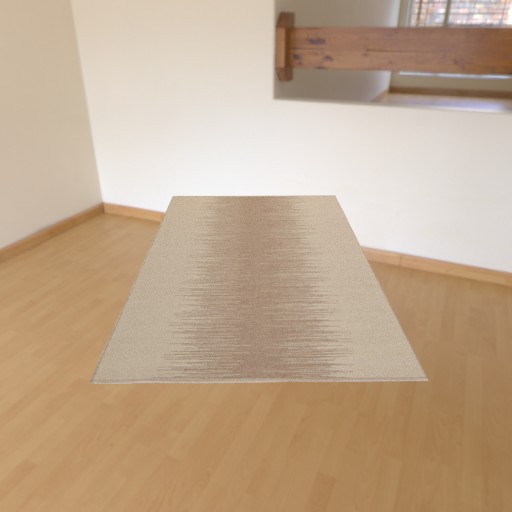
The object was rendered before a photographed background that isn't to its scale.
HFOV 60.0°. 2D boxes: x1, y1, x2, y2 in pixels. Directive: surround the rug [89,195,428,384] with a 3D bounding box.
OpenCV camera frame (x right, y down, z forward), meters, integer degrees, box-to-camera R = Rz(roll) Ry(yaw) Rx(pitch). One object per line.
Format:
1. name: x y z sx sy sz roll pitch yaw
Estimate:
1. rug: 0.000 0.000 3.059 1.522 0.012 2.440 0 27 -1
